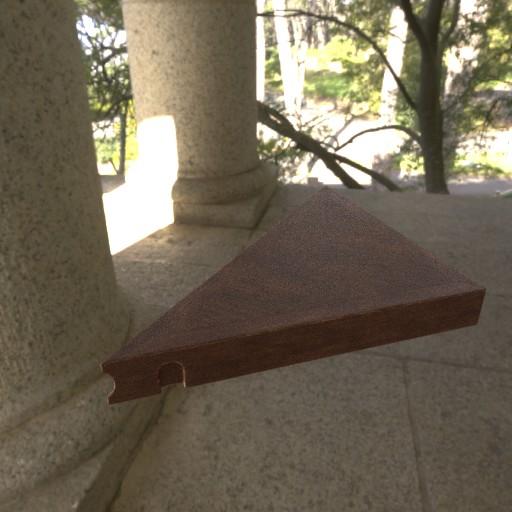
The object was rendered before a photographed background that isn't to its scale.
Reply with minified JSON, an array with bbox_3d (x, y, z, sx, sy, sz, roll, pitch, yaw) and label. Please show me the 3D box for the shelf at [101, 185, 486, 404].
[{"bbox_3d":[0.000,0.000,0.448,0.296,0.035,0.296,-8,27,-16],"label":"shelf"}]
